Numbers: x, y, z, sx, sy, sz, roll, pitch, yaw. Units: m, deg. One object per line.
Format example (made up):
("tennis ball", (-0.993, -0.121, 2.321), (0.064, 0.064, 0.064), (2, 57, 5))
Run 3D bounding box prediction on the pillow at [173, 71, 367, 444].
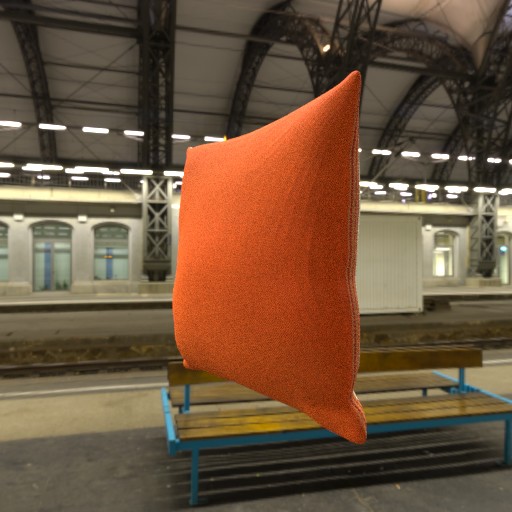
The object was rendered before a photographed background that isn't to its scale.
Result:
("pillow", (0.000, 0.000, 0.693), (0.182, 0.441, 0.440), (0, -1, -37))
